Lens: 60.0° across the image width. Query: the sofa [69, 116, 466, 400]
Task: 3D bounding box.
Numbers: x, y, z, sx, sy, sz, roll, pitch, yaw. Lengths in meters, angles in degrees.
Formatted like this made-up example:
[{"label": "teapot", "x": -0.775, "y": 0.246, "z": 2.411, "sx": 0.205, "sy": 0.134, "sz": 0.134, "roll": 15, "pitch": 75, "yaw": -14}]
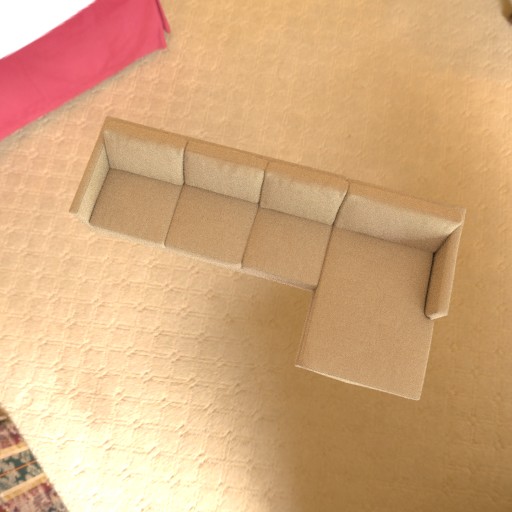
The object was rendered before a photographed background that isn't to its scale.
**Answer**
[{"label": "sofa", "x": 0.000, "y": 0.000, "z": 3.823, "sx": 3.186, "sy": 0.846, "sz": 1.625, "roll": 15, "pitch": 77, "yaw": 4}]
